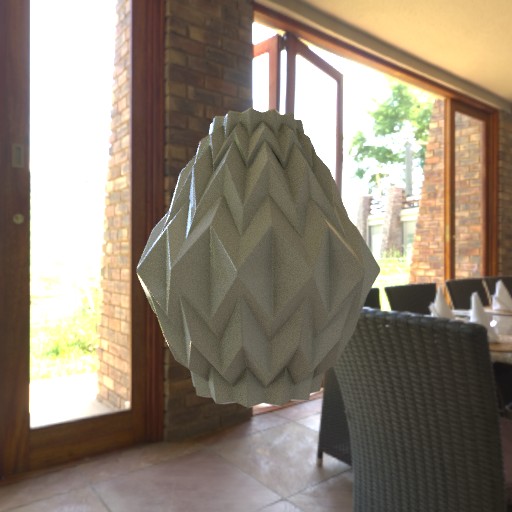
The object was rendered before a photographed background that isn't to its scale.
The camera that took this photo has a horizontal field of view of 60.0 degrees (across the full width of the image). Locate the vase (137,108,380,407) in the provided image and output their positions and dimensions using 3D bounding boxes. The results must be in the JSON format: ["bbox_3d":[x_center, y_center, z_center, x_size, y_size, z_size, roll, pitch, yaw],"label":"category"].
[{"bbox_3d":[0.000,0.000,0.308,0.164,0.185,0.164,0,0,0],"label":"vase"}]
